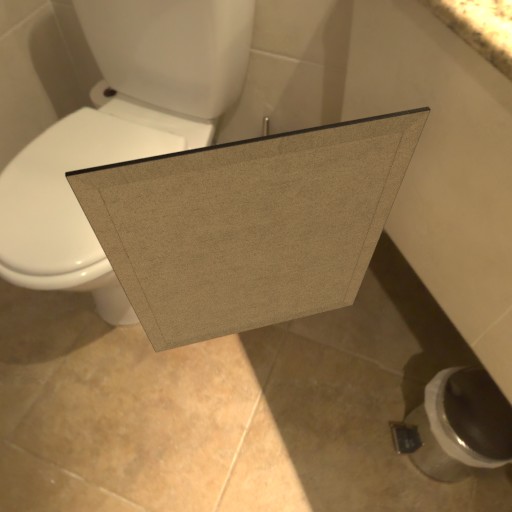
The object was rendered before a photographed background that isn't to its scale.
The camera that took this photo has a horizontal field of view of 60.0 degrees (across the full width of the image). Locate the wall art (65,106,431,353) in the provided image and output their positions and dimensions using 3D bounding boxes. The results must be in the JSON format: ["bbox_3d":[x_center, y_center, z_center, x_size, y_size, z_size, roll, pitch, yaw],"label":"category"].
[{"bbox_3d":[0.000,0.000,0.644,0.381,0.457,0.023,-12,58,-8],"label":"wall art"}]
